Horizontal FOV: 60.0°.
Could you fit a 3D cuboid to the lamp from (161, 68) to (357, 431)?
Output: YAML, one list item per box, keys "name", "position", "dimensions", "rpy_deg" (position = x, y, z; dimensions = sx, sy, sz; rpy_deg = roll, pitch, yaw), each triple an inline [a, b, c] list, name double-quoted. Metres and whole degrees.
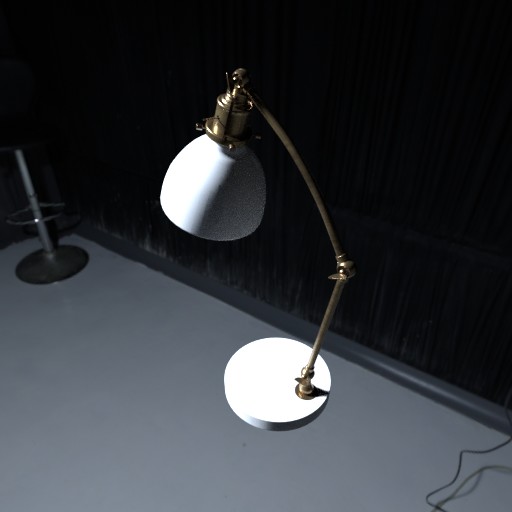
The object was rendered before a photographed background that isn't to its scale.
- name: "lamp"
  position: [0.000, 0.000, 0.667]
  dimensions: [0.317, 0.522, 0.186]
  rpy_deg: [23, 41, 29]
